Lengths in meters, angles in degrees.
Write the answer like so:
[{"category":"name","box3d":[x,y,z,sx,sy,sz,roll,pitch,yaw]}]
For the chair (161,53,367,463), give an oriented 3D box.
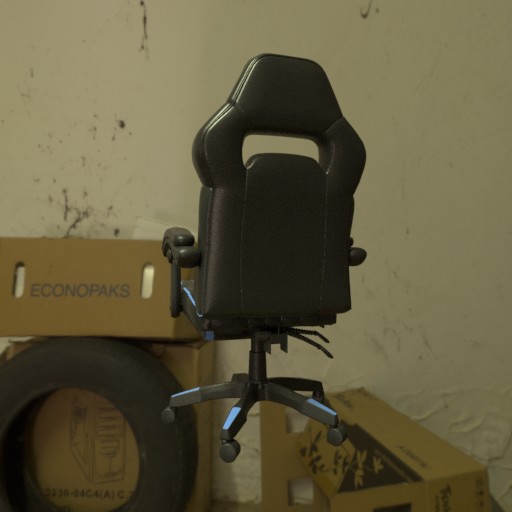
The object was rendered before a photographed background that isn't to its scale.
[{"category":"chair","box3d":[0.000,0.000,1.706,0.700,1.280,0.700,0,1,-18]}]
